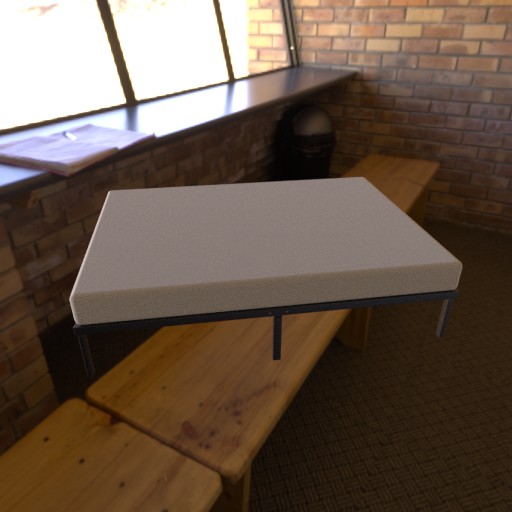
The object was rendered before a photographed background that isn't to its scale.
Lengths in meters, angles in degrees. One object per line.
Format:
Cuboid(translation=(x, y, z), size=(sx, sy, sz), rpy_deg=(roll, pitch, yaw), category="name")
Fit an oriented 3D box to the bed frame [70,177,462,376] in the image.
Cuboid(translation=(0.000, 0.000, 3.837), size=(2.842, 0.680, 2.205), rpy_deg=(-1, 29, -2), category="bed frame")
